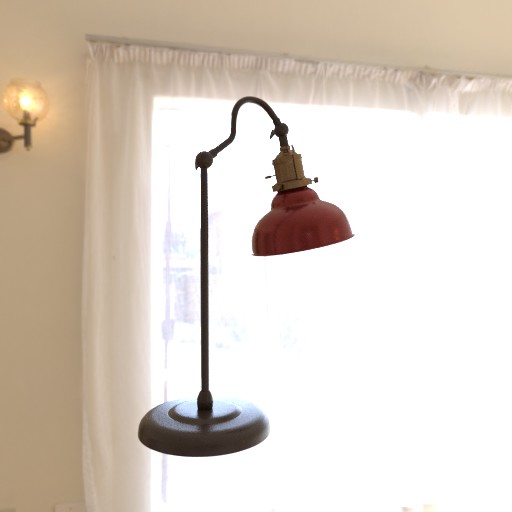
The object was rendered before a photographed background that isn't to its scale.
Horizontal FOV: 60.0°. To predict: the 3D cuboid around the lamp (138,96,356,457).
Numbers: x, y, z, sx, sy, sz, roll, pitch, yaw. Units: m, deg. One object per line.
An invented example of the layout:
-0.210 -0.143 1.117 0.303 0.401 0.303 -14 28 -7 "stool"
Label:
0.000 0.000 0.707 0.374 0.508 0.192 1 -1 -35 "lamp"
